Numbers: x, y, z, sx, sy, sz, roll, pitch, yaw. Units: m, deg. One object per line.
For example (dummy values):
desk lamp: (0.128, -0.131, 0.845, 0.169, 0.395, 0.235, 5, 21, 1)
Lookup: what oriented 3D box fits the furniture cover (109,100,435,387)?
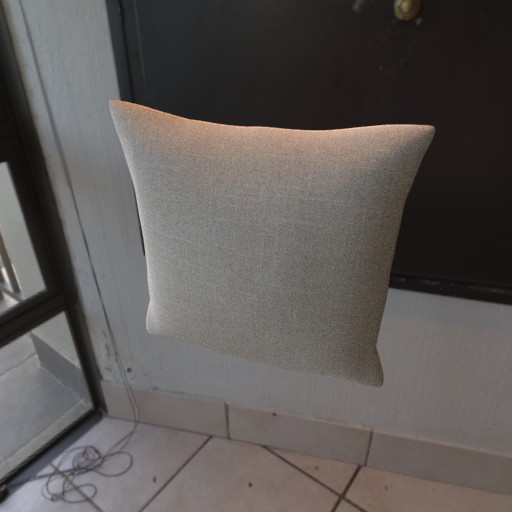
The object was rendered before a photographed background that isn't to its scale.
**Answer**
furniture cover: (0.000, 0.000, 0.790, 0.512, 0.506, 0.178, 10, 33, 15)
